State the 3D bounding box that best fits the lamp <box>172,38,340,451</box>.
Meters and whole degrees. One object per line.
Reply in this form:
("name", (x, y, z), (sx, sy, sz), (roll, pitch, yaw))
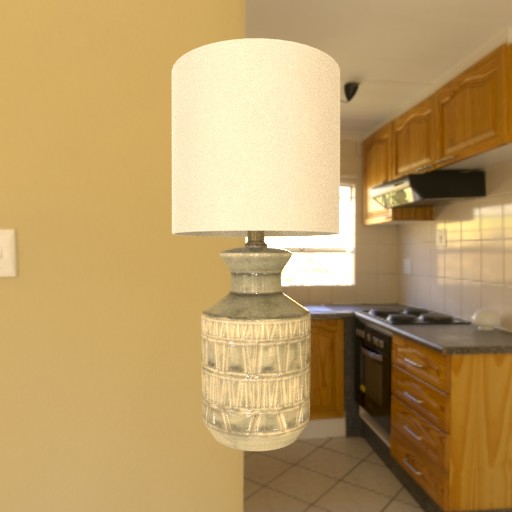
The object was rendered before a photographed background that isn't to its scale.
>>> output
("lamp", (0.000, 0.000, 0.568), (0.211, 0.455, 0.211), (0, 1, -17))
